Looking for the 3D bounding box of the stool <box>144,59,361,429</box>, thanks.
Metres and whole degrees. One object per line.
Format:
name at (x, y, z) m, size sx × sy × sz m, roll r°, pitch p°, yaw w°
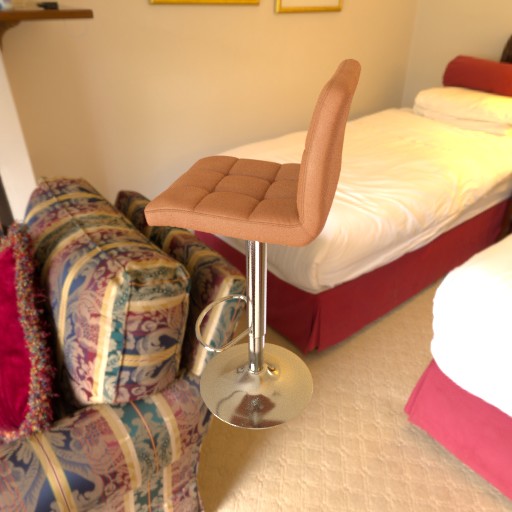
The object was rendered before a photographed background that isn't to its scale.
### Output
stool at (0.000, 0.000, 1.388) m, size 0.505 × 1.115 × 0.430 m, roll 8°, pitch 32°, yaw 13°
